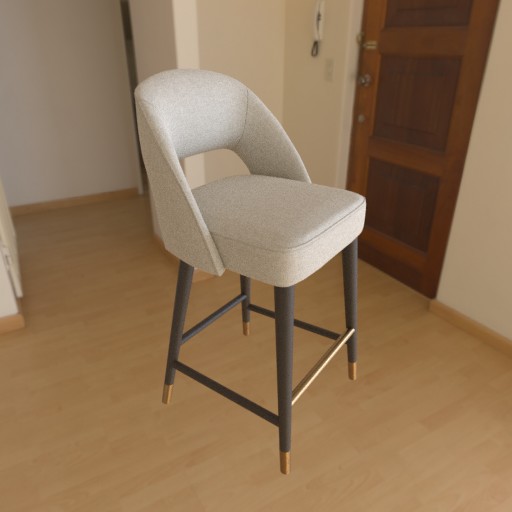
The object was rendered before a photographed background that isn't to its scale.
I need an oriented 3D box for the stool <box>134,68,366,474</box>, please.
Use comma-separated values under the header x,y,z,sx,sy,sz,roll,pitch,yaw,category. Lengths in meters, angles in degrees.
x,y,z,sx,sy,sz,roll,pitch,yaw,category
0.000,0.000,1.227,0.509,0.940,0.494,17,31,31,stool
